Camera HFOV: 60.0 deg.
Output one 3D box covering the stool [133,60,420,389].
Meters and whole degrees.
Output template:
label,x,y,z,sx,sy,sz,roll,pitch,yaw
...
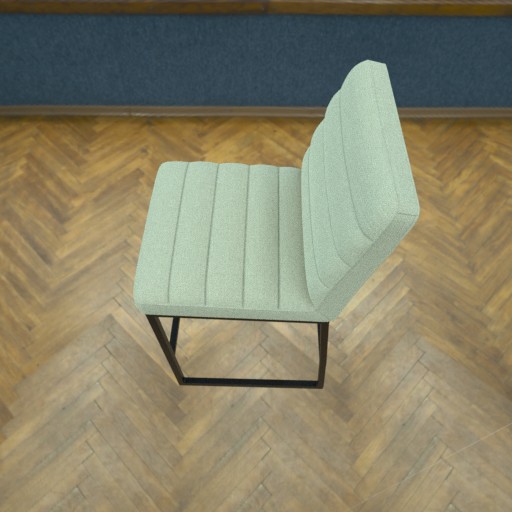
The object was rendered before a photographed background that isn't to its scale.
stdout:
label,x,y,z,sx,sy,sz,roll,pitch,yaw
stool,0.000,0.000,1.237,0.560,0.940,0.460,1,56,1
